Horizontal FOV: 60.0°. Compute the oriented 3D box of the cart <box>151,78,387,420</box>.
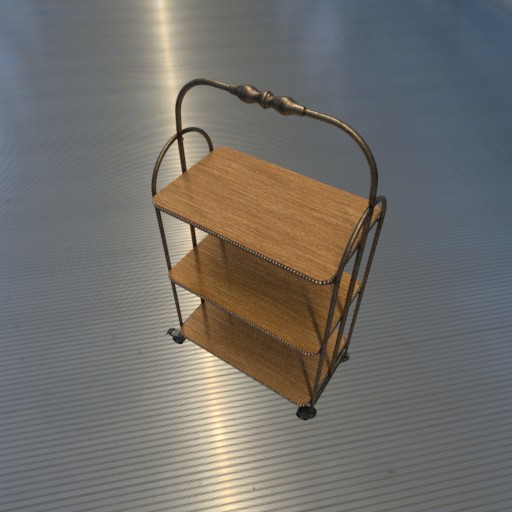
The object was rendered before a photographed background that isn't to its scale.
[{"bbox_3d":[0.000,0.000,1.338,0.650,1.052,0.330,26,51,22],"label":"cart"}]
